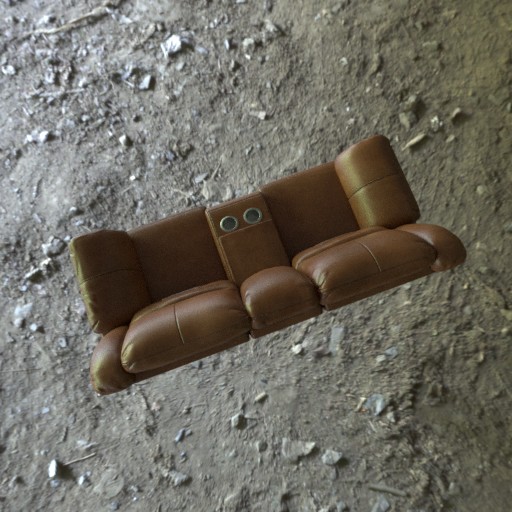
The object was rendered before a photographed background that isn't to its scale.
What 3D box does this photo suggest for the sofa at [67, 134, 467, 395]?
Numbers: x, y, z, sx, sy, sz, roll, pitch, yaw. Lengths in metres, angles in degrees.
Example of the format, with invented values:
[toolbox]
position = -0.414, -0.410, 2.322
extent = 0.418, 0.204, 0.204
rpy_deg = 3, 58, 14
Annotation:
[sofa]
position = 0.000, 0.000, 2.667
extent = 2.058, 1.043, 0.991
rpy_deg = -19, 77, -5
